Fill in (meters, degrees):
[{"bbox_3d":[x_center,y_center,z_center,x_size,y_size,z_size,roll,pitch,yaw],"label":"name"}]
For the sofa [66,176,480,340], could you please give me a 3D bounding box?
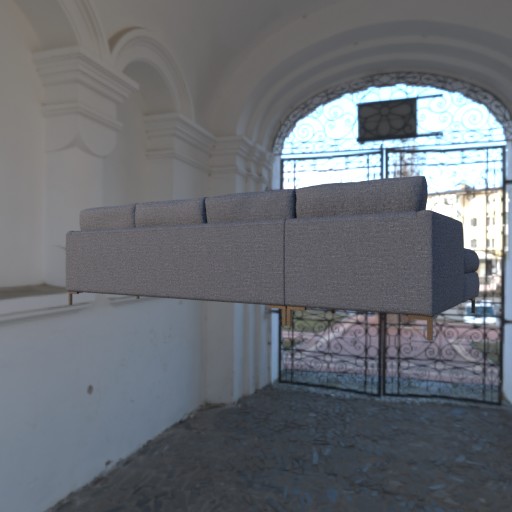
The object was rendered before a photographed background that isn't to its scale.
[{"bbox_3d":[0.000,0.000,2.833,2.445,0.673,1.125,0,0,34],"label":"sofa"}]
